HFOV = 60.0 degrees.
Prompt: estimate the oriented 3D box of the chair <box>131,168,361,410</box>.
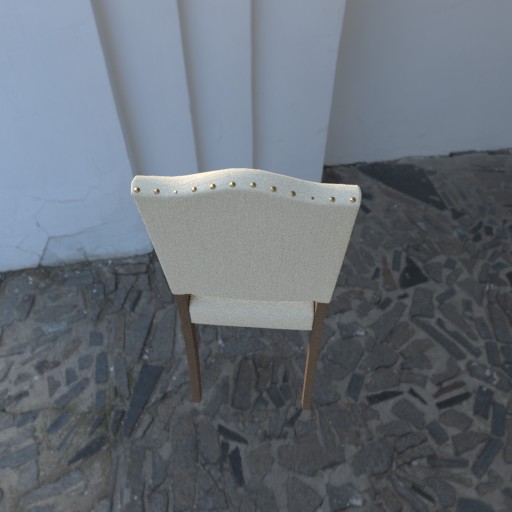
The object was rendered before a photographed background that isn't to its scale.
[{"bbox_3d":[0.000,0.000,1.367,0.508,1.015,0.619,3,46,3],"label":"chair"}]
